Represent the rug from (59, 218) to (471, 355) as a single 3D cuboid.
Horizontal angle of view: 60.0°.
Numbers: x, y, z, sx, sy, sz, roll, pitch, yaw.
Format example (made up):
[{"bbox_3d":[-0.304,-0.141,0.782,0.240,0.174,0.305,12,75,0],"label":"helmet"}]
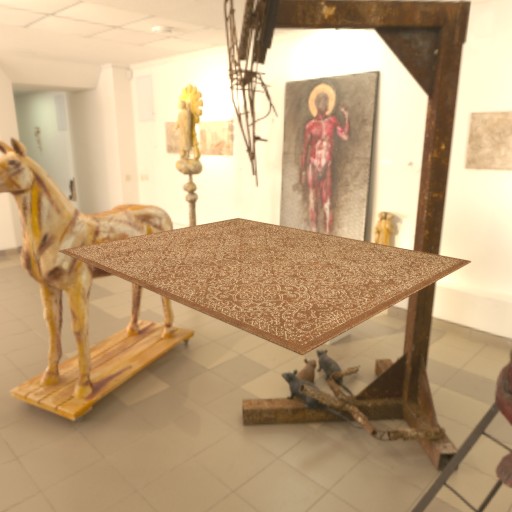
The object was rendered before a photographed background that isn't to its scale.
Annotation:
[{"bbox_3d":[0.000,0.000,4.176,3.050,0.015,2.441,14,21,42],"label":"rug"}]
